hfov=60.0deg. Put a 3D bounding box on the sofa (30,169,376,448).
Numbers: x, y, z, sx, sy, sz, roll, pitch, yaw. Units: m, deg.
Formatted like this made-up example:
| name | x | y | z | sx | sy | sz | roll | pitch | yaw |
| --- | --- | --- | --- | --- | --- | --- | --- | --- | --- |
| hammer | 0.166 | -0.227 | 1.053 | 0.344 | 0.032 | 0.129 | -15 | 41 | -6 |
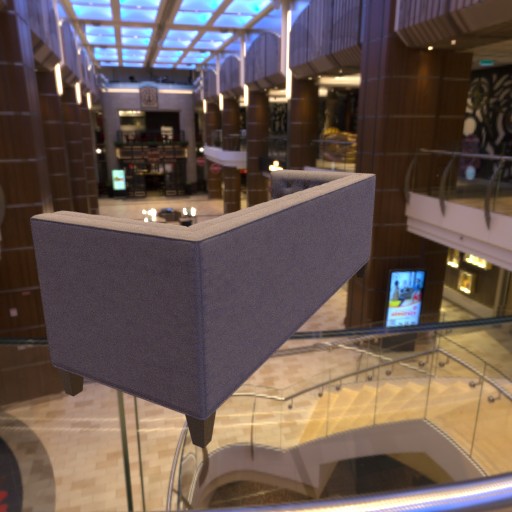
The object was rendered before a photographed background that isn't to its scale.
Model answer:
| name | x | y | z | sx | sy | sz | roll | pitch | yaw |
| --- | --- | --- | --- | --- | --- | --- | --- | --- | --- |
| sofa | 0.000 | 0.000 | 2.495 | 0.775 | 0.762 | 2.159 | 9 | 18 | 27 |
